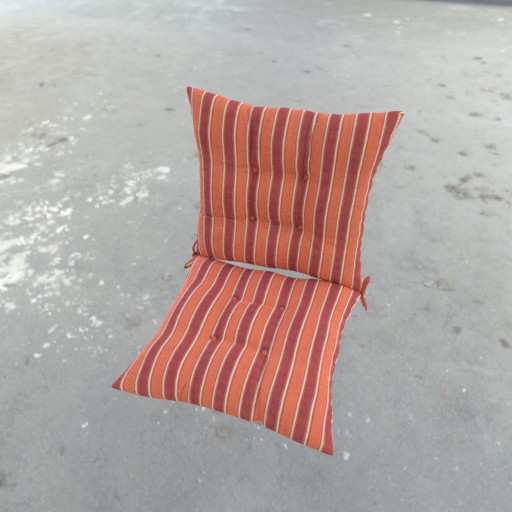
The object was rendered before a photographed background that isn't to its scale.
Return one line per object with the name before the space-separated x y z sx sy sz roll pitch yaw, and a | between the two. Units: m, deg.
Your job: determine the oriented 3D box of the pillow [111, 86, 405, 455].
pillow | 0.000 0.000 0.997 0.541 0.536 0.585 12 43 13
